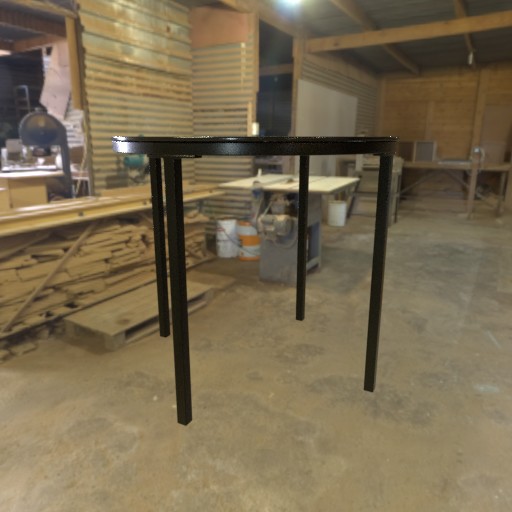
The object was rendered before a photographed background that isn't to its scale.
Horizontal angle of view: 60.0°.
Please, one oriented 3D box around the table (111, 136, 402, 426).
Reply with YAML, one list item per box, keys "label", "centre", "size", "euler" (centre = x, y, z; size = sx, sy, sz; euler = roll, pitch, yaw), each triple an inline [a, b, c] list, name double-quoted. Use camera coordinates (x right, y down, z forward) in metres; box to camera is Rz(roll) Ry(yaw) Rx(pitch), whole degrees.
- label: "table"
  centre: [0.000, 0.000, 0.853]
  size: [0.499, 0.443, 0.499]
  euler: [0, 15, 0]
